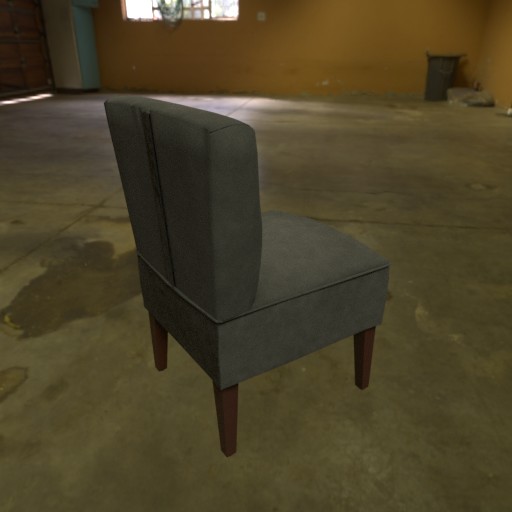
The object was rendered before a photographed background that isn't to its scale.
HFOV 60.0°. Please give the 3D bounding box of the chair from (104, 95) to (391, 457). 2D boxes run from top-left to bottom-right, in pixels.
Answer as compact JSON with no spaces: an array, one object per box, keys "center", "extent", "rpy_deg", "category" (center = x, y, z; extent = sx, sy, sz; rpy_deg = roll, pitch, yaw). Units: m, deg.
[{"center":[0.000,0.000,1.173],"extent":[0.554,0.806,0.521],"rpy_deg":[-17,30,-32],"category":"chair"}]
